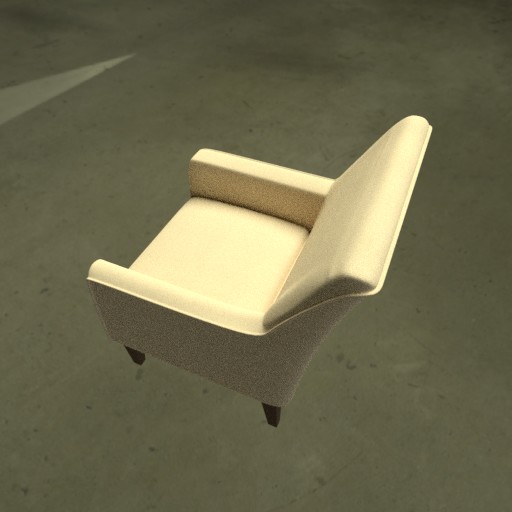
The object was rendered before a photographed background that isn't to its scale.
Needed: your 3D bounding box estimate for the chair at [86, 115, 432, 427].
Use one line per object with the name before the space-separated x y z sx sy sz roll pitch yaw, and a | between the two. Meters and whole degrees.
chair | 0.000 0.000 1.602 0.899 0.919 0.780 18 49 16
